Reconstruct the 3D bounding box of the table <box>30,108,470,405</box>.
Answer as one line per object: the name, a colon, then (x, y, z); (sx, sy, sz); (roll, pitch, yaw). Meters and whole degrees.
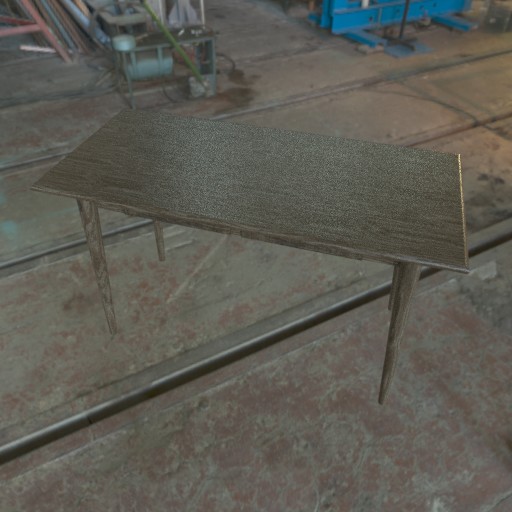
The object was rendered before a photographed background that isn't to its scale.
table: (0.000, 0.000, 1.719); (1.300, 0.780, 0.599); (12, 44, 12)
